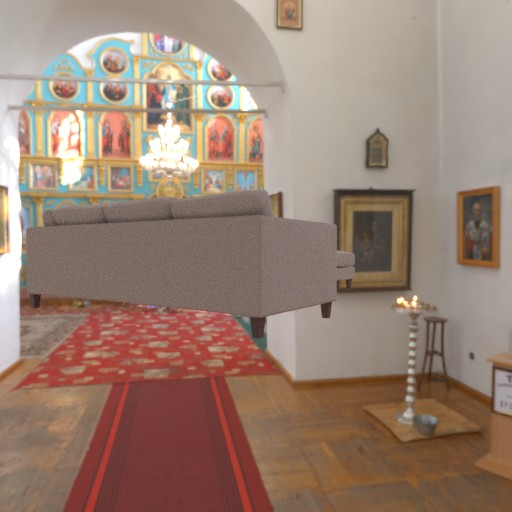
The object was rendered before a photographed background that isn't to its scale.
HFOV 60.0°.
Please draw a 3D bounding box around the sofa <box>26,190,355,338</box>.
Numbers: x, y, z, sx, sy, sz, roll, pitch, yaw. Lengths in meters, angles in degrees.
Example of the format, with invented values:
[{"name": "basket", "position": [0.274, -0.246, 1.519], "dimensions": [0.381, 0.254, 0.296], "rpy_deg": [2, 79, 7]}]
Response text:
[{"name": "sofa", "position": [0.000, 0.000, 4.503], "dimensions": [2.424, 0.865, 3.438], "rpy_deg": [1, 1, 34]}]
